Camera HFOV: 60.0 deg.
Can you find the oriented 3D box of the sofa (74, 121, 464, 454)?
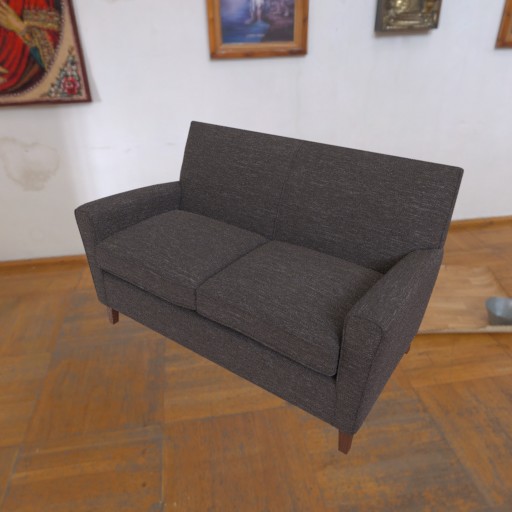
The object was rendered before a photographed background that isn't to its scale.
[{"bbox_3d":[0.000,0.000,2.036,1.509,0.905,0.867,19,35,31],"label":"sofa"}]
